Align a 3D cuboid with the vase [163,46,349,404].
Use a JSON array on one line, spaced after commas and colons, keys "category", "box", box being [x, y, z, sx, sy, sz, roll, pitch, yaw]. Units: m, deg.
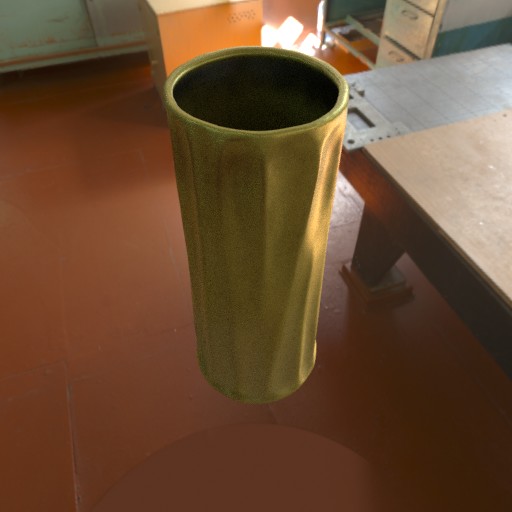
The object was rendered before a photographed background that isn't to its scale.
[{"category": "vase", "box": [0.000, 0.000, 0.176, 0.061, 0.143, 0.061, 0, 48, 0]}]
